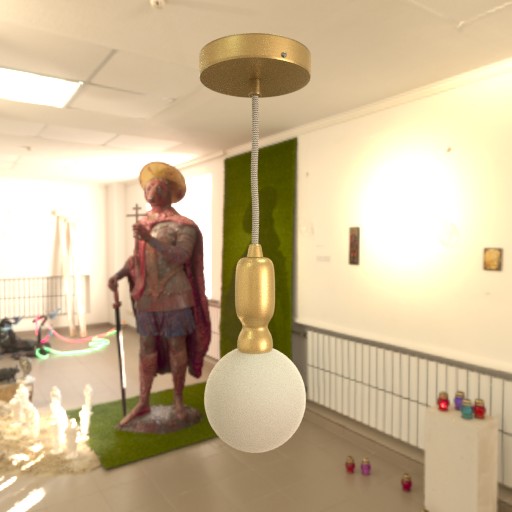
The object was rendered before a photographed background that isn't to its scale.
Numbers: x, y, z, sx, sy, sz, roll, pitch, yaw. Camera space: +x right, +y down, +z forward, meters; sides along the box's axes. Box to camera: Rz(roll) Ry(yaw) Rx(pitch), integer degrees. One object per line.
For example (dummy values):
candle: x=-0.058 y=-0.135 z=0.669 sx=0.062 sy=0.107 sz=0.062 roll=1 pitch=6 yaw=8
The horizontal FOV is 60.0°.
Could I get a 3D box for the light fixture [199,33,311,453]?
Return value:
light fixture: x=0.000 y=0.000 z=0.582 sx=0.146 sy=0.510 sz=0.147 roll=-1 pitch=3 yaw=-35
